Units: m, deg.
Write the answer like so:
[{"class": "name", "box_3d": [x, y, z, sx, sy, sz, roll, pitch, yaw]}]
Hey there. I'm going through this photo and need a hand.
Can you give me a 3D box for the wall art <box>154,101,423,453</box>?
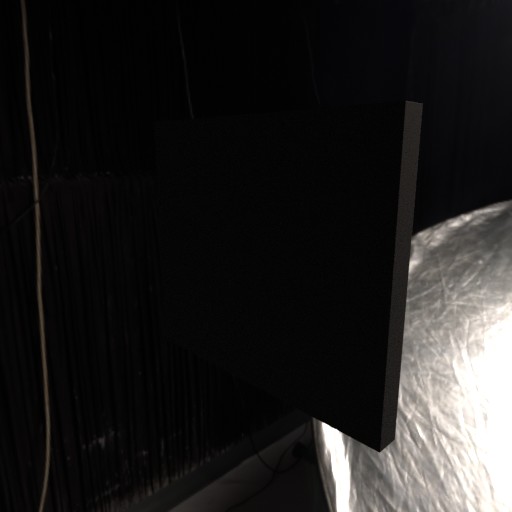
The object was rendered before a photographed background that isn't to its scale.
[{"class": "wall art", "box_3d": [0.000, 0.000, 0.542, 0.031, 0.330, 0.381, -13, 18, -43]}]
